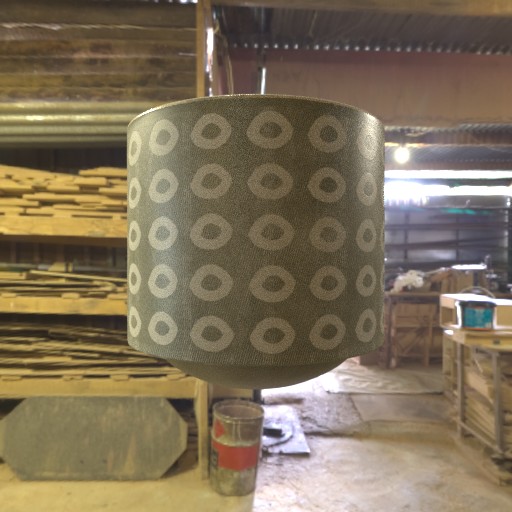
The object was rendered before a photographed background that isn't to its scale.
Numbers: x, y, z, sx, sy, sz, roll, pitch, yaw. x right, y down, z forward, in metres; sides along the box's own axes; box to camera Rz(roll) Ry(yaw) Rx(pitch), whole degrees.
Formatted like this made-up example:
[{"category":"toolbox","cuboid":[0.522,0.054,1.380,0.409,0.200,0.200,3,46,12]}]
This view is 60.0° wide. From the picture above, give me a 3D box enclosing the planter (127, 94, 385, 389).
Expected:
[{"category":"planter","cuboid":[0.000,0.000,0.449,0.250,0.239,0.250,0,0,0]}]
